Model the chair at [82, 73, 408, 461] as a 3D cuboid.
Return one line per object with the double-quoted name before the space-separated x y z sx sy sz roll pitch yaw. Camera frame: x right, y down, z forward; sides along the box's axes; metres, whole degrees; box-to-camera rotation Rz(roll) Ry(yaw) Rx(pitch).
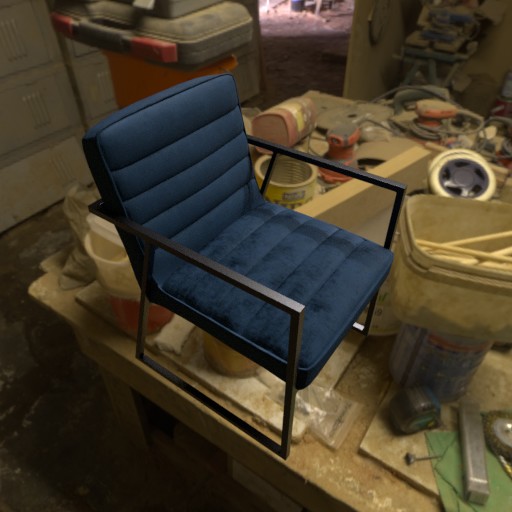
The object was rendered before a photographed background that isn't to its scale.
"chair" 0.000 0.000 1.296 0.677 0.833 0.571 25 47 26
